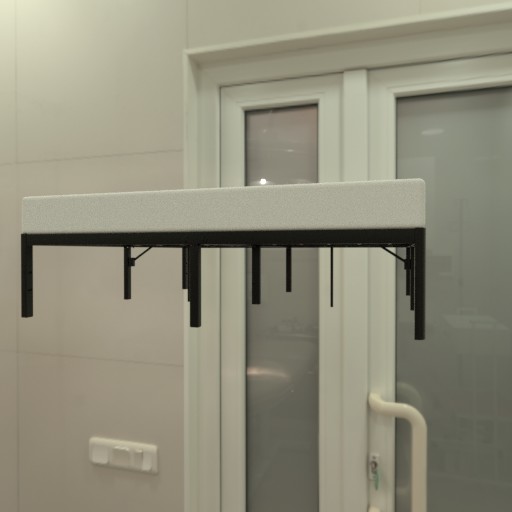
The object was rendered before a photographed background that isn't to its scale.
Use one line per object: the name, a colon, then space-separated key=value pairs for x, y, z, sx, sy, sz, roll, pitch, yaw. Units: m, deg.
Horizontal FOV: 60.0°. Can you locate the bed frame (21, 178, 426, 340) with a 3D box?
bed frame: x=0.000 y=0.000 z=3.026 sx=2.079 sy=0.659 sz=1.963 roll=0 pitch=1 yaw=18
